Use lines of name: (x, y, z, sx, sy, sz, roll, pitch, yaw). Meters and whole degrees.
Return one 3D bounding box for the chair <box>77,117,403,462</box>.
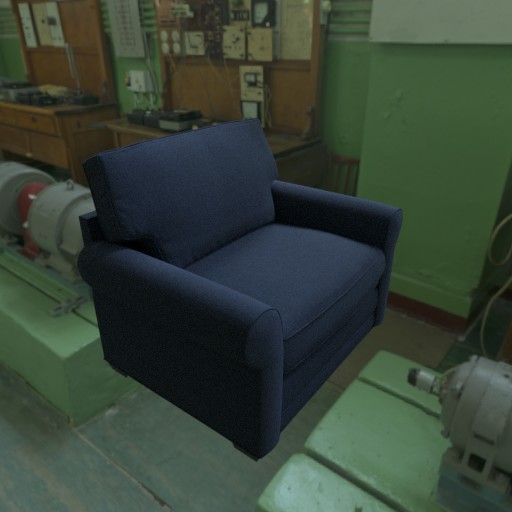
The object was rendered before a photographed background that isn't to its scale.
chair: (0.000, 0.000, 2.025, 0.963, 1.044, 1.285, 19, 32, 32)
